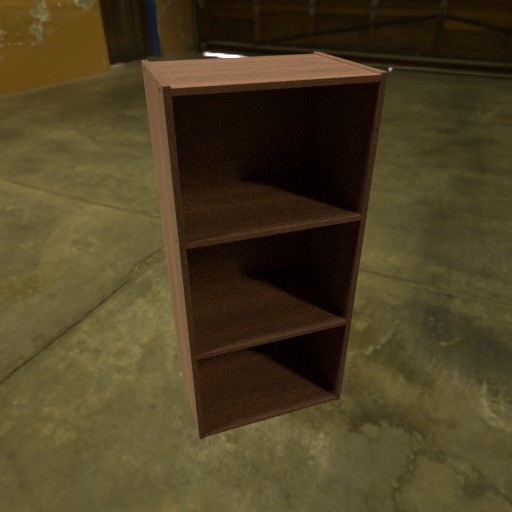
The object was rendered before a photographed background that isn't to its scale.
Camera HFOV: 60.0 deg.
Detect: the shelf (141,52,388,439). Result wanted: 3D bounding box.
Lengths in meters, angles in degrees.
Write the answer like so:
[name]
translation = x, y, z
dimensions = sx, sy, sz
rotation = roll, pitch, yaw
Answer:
[shelf]
translation = 0.000, 0.000, 1.102
dimensions = 0.414, 0.879, 0.290
rotation = -10, 33, -16
